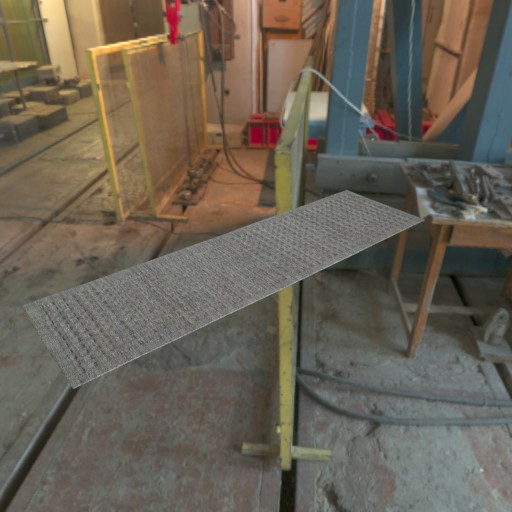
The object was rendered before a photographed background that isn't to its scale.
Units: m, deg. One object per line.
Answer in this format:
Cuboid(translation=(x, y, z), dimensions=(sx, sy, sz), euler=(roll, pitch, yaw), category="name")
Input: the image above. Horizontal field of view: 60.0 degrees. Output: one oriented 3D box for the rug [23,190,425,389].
Cuboid(translation=(0.000, 0.000, 2.643), dimensions=(2.443, 0.009, 0.706), euler=(-22, 37, -33), category="rug")
